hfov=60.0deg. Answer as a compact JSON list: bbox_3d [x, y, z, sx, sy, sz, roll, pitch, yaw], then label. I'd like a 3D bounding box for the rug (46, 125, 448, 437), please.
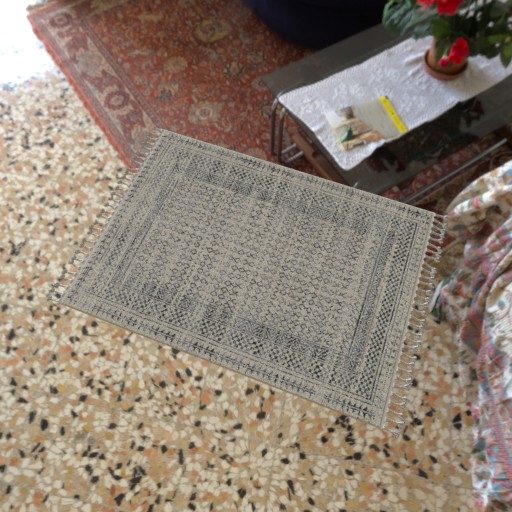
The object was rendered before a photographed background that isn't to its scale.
[{"bbox_3d":[0.000,0.000,2.379,1.872,0.013,1.243,19,66,9],"label":"rug"}]
